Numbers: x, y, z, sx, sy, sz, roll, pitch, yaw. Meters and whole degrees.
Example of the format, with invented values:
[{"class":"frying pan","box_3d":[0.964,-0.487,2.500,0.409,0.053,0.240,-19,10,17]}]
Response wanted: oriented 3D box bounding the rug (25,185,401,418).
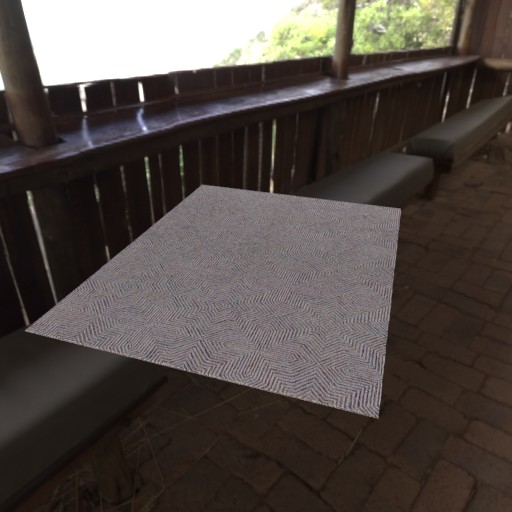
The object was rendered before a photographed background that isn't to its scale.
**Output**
[{"class":"rug","box_3d":[0.000,0.000,4.060,2.442,0.008,3.046,9,31,16]}]
